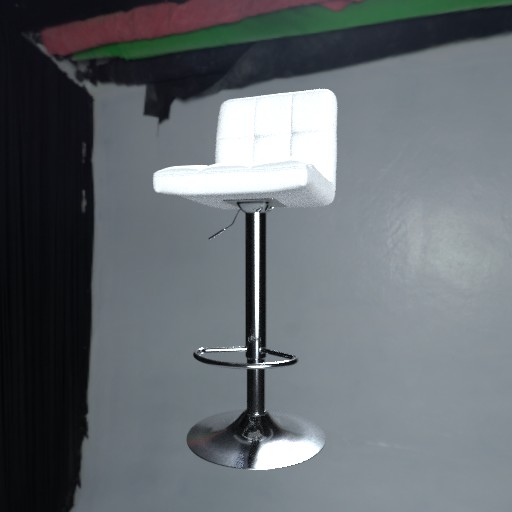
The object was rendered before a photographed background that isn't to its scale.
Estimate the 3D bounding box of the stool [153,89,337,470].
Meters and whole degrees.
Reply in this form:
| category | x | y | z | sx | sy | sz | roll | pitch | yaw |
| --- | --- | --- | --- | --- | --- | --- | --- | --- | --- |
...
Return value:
| category | x | y | z | sx | sy | sz | roll | pitch | yaw |
| --- | --- | --- | --- | --- | --- | --- | --- | --- | --- |
| stool | 0.000 | 0.000 | 1.352 | 0.430 | 1.115 | 0.505 | 0 | 1 | 18 |
